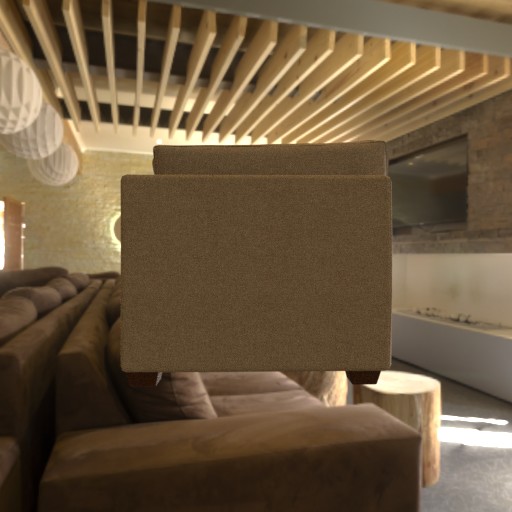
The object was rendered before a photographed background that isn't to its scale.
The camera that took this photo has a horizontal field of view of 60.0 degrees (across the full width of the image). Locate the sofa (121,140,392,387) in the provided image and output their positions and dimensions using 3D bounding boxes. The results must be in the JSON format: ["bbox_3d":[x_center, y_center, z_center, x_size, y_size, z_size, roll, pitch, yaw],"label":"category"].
[{"bbox_3d":[0.000,0.000,2.819,1.110,1.019,2.238,0,0,-1],"label":"sofa"}]
